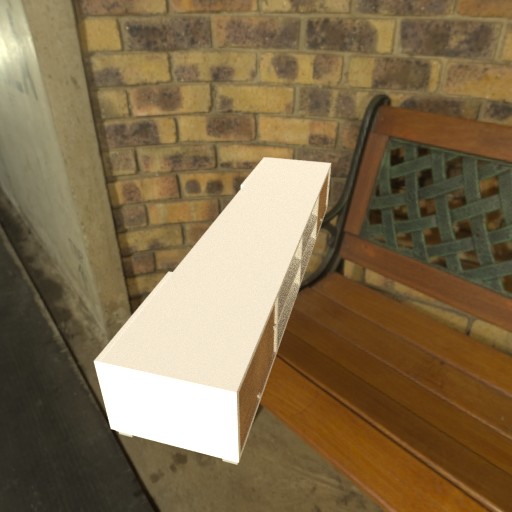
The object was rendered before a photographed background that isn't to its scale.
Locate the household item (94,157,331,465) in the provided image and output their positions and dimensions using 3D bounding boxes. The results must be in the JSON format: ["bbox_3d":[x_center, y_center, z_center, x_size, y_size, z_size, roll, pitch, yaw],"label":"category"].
[{"bbox_3d":[0.000,0.000,2.032,0.420,0.310,1.850,8,32,14],"label":"household item"}]
